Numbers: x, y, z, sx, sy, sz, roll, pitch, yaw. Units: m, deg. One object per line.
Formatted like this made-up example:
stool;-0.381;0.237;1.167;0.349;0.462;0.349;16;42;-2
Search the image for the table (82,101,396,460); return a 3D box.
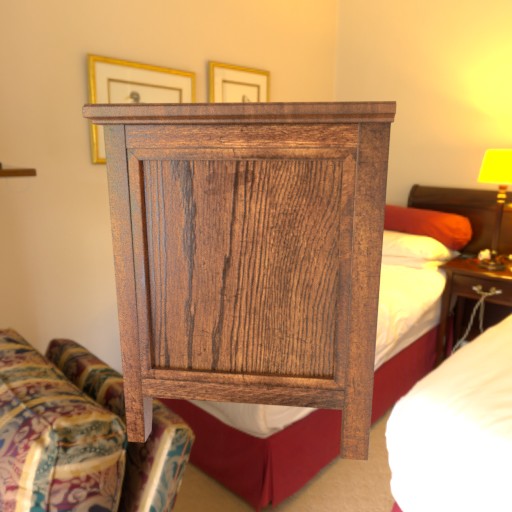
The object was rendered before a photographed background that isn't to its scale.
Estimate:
table;0.000;0.000;0.991;0.461;0.597;0.586;2;13;7
